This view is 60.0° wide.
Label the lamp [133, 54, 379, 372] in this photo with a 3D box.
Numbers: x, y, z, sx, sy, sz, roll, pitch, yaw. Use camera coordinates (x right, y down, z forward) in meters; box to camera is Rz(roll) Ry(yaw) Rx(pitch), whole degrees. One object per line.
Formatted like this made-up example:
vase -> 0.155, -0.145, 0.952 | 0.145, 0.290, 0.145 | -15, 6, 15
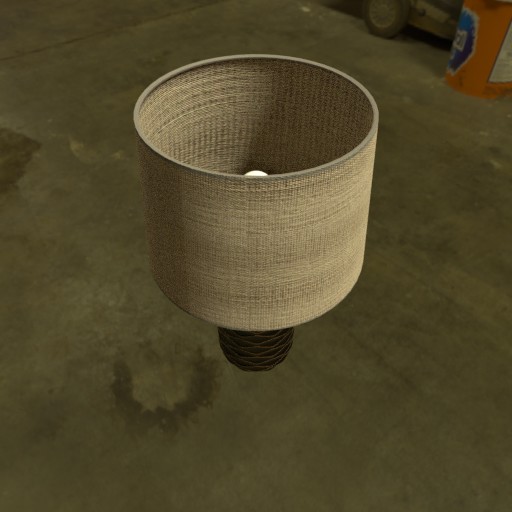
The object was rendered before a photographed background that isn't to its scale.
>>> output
lamp -> 0.000, 0.000, 0.812 | 0.376, 0.594, 0.376 | 0, 47, 0
